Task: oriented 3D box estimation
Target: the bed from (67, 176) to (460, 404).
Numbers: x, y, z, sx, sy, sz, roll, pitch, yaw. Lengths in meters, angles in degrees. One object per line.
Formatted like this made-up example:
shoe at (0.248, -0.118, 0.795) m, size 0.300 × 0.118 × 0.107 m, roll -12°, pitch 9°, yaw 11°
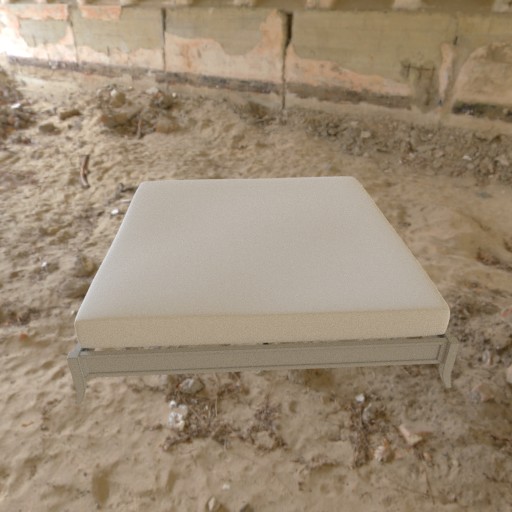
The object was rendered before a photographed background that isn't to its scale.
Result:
bed at (0.000, 0.000, 3.143) m, size 2.007 × 0.510 × 2.108 m, roll -2°, pitch 30°, yaw -3°
